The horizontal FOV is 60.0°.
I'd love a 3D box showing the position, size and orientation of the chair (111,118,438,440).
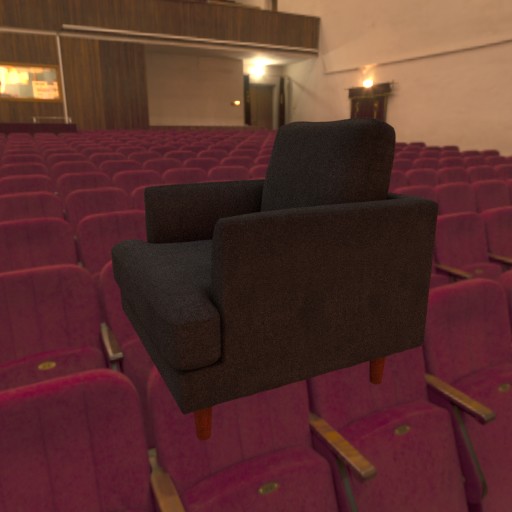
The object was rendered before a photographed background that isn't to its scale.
[{"bbox_3d":[0.000,0.000,1.609,0.899,0.957,0.858,-8,17,-26],"label":"chair"}]
